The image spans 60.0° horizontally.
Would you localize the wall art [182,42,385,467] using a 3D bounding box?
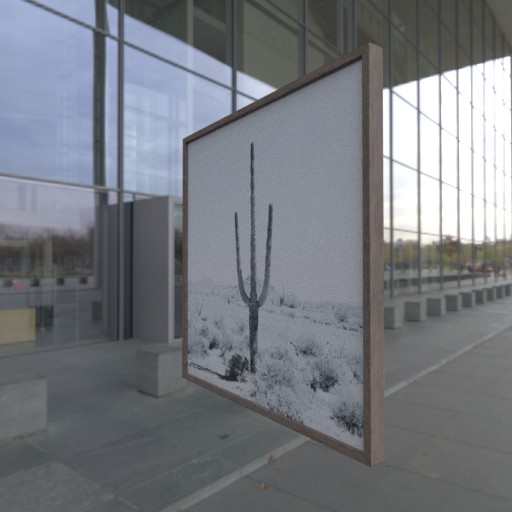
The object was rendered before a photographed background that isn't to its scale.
[{"bbox_3d":[0.000,0.000,1.116,0.038,0.762,0.762,1,-1,-35],"label":"wall art"}]
